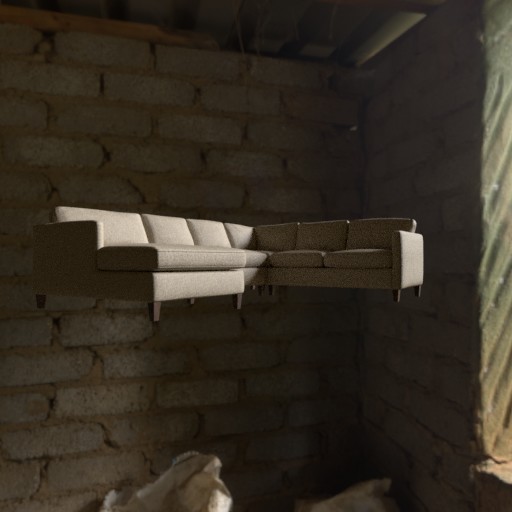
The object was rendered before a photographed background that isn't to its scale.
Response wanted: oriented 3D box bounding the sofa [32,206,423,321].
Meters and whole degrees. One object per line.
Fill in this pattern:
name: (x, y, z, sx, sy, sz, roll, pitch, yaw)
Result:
sofa: (0.000, 0.000, 4.658, 2.593, 0.959, 3.460, 0, -1, 35)
